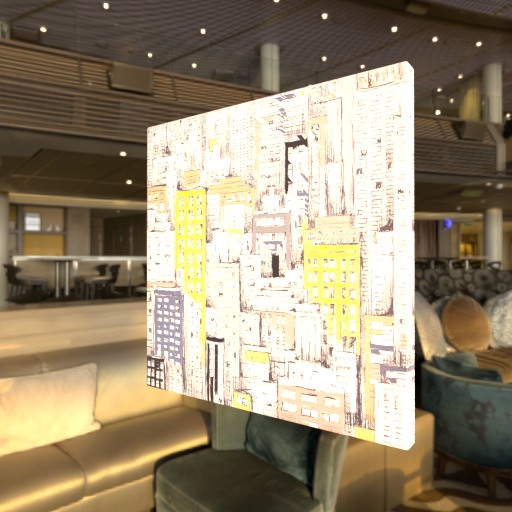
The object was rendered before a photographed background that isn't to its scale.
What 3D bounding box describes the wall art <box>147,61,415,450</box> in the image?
[{"bbox_3d":[0.000,0.000,0.880,0.607,0.608,0.038,0,0,36],"label":"wall art"}]
